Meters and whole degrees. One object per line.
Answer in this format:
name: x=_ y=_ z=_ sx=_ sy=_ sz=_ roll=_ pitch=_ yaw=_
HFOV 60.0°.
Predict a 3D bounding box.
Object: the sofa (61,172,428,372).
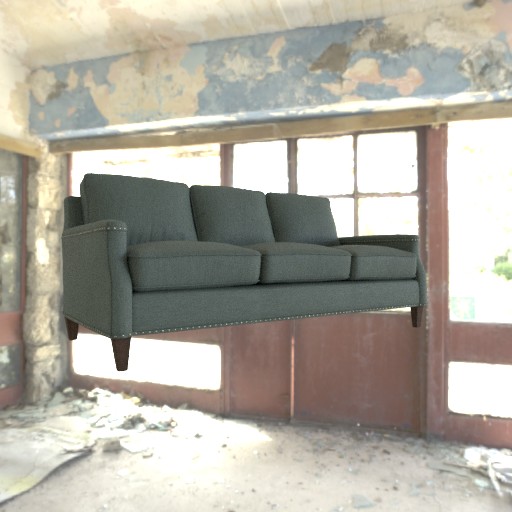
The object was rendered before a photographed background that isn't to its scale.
sofa: x=0.000 y=0.000 z=2.916 sx=2.246 sy=1.003 sz=1.084 roll=0 pitch=0 yaw=-35
